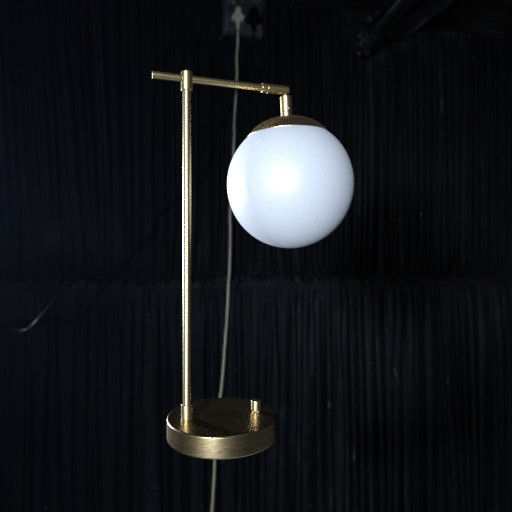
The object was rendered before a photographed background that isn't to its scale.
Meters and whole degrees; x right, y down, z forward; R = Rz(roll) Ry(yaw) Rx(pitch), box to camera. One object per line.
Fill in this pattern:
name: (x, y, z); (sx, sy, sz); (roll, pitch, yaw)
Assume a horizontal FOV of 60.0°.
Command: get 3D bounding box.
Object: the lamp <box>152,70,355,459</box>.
lamp: (0.000, 0.000, 0.709); (0.324, 0.559, 0.207); (0, 0, -18)
